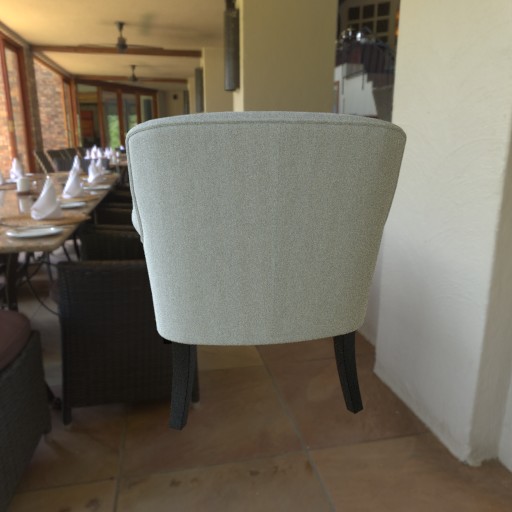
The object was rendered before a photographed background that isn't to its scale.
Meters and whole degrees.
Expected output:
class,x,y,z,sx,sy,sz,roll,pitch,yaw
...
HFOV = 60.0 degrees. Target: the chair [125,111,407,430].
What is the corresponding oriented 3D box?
class,x,y,z,sx,sy,sz,roll,pitch,yaw
chair,0.000,0.000,1.478,0.781,0.875,0.750,-2,14,-9
